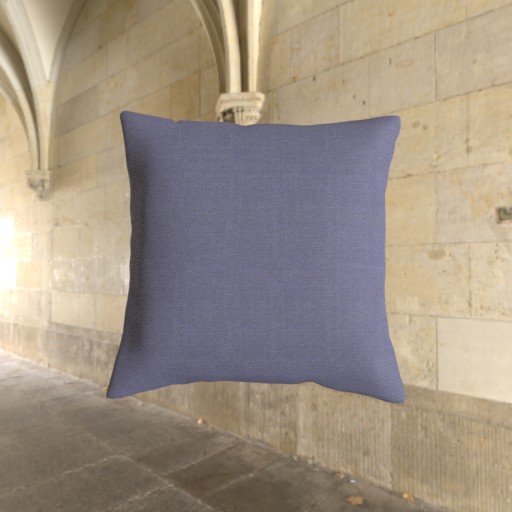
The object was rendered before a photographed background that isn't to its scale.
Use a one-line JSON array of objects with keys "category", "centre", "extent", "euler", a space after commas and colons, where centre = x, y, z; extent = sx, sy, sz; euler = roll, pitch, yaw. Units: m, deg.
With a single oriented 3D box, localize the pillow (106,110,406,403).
[{"category": "pillow", "centre": [0.000, 0.000, 0.653], "extent": [0.436, 0.430, 0.138], "euler": [0, -2, 0]}]
